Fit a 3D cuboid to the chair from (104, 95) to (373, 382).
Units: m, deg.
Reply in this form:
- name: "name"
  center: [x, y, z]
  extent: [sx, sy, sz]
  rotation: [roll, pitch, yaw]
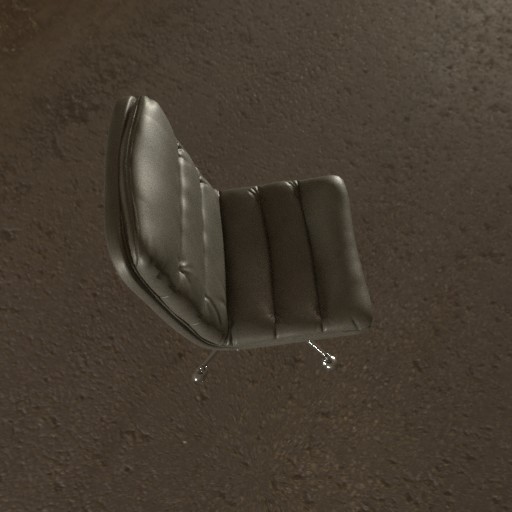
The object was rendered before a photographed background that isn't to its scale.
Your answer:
- name: "chair"
  center: [0.000, 0.000, 1.033]
  extent: [0.485, 0.738, 0.422]
  rotation: [-5, 64, -2]
